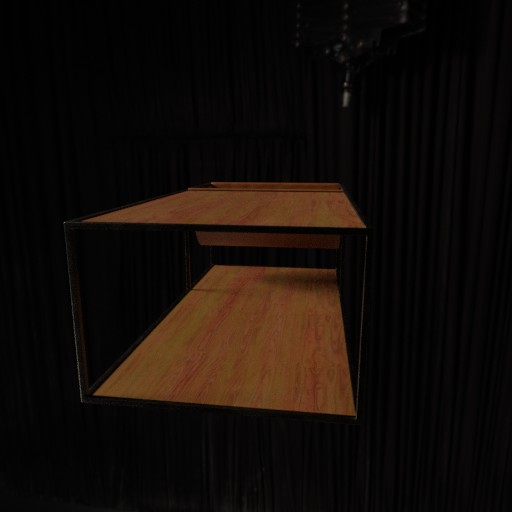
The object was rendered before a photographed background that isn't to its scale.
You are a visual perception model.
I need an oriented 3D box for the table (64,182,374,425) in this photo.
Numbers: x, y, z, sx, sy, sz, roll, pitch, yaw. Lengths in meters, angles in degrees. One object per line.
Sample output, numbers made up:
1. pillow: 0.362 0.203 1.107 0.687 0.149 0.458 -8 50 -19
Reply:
1. table: 0.000 0.000 1.456 0.597 0.403 1.199 2 13 8
